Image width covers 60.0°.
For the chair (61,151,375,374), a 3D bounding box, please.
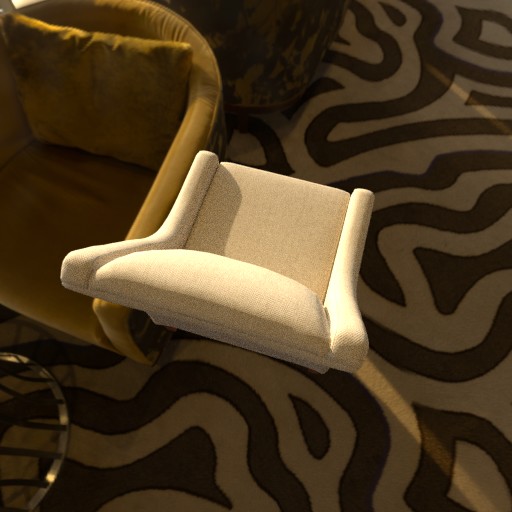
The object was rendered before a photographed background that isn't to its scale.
[{"bbox_3d":[0.000,0.000,1.634,0.774,1.014,0.870,15,65,7],"label":"chair"}]
